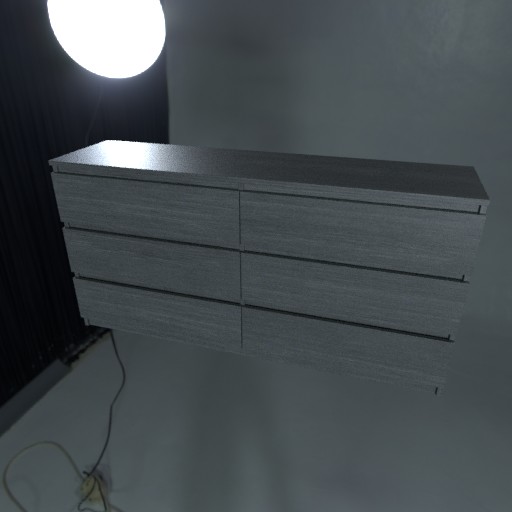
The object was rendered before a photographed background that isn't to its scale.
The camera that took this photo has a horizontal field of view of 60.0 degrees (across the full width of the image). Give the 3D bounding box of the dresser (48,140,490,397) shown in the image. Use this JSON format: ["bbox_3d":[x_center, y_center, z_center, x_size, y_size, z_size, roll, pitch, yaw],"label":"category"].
[{"bbox_3d":[0.000,0.000,1.883,1.590,0.795,0.400,8,27,15],"label":"dresser"}]
